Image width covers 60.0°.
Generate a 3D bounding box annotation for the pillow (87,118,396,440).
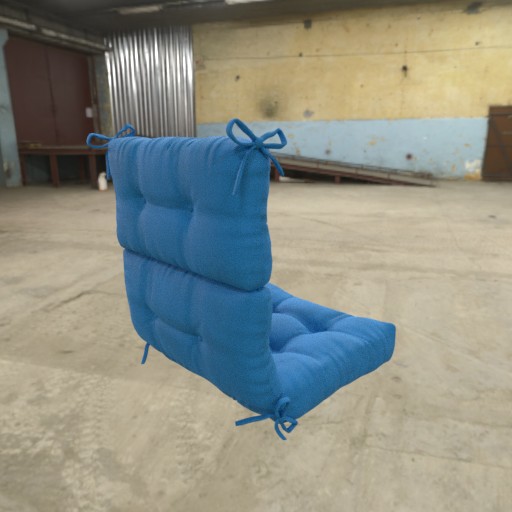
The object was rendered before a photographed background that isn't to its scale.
[{"bbox_3d":[0.000,0.000,1.059,0.571,0.605,0.519,-14,20,-42],"label":"pillow"}]
